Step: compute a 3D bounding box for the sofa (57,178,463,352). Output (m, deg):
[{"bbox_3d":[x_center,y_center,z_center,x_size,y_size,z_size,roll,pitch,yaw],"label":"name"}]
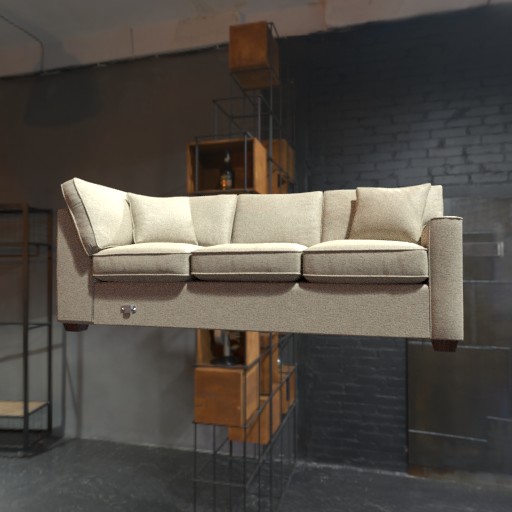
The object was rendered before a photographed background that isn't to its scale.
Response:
[{"bbox_3d":[0.000,0.000,2.857,2.323,0.948,1.053,-1,-2,17],"label":"sofa"}]
